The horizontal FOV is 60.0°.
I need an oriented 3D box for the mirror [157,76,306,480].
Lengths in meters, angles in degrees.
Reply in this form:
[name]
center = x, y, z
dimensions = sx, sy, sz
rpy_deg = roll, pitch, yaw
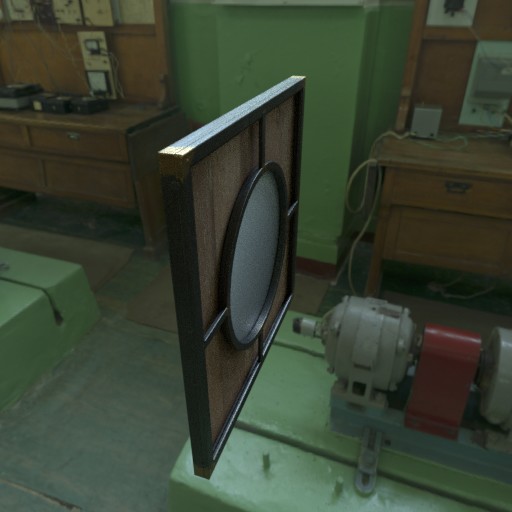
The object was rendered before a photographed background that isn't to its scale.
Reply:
[mirror]
center = 0.000, 0.000, 0.570
dimensions = 0.020, 0.381, 0.382
rpy_deg = 10, 32, 16
